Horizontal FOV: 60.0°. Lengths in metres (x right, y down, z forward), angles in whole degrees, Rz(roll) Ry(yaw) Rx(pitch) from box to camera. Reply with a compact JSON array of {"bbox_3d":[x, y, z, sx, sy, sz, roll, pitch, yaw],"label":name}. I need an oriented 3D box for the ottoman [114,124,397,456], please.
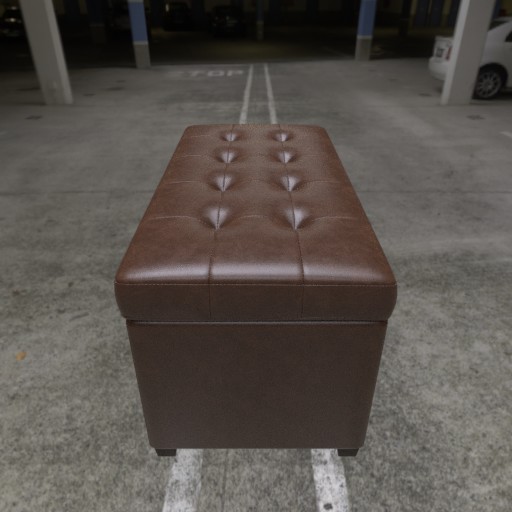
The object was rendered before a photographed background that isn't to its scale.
[{"bbox_3d":[0.000,0.000,1.111,0.432,0.470,0.838,0,32,0],"label":"ottoman"}]
